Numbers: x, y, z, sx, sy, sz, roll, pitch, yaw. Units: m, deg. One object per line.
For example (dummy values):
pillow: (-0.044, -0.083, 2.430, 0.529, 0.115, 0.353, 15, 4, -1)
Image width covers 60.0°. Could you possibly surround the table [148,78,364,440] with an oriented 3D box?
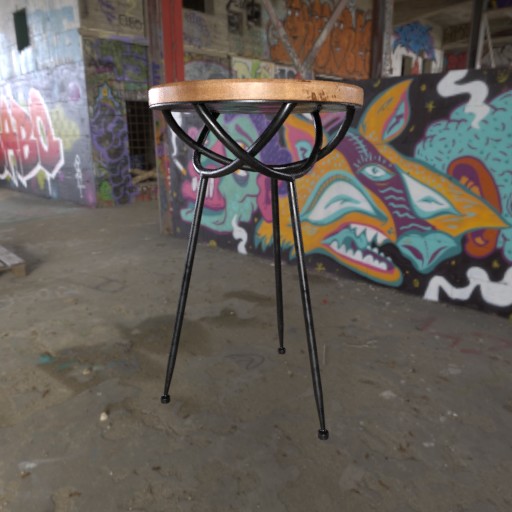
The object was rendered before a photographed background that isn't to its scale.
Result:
table: (0.000, 0.000, 0.946, 0.414, 0.664, 0.418, -8, 17, -26)
